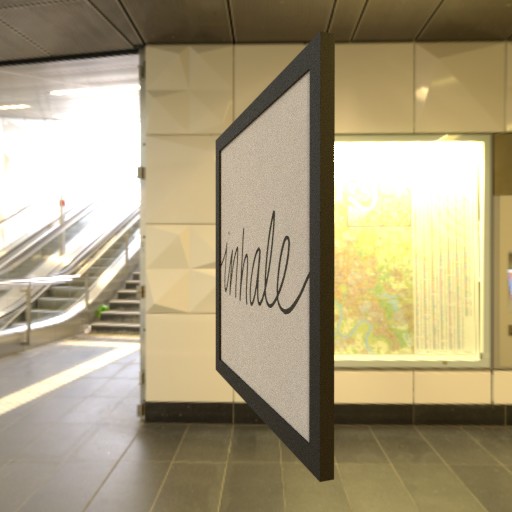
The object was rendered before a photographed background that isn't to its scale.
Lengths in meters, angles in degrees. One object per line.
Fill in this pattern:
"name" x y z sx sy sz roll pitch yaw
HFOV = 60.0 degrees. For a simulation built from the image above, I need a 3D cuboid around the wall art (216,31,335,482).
"wall art" 0.000 0.000 0.520 0.013 0.356 0.356 0 0 -18
